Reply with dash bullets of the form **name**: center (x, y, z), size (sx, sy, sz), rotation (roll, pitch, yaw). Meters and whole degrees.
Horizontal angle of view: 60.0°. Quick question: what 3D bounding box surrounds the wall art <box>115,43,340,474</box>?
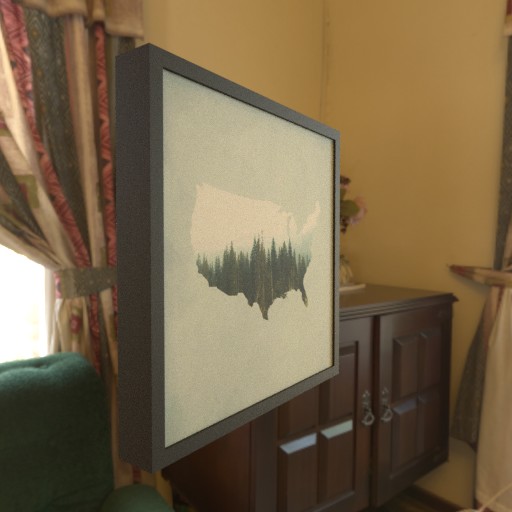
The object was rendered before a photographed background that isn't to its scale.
- **wall art**: center (0.000, 0.000, 0.446), size (0.038, 0.304, 0.304), rotation (1, 2, 36)
